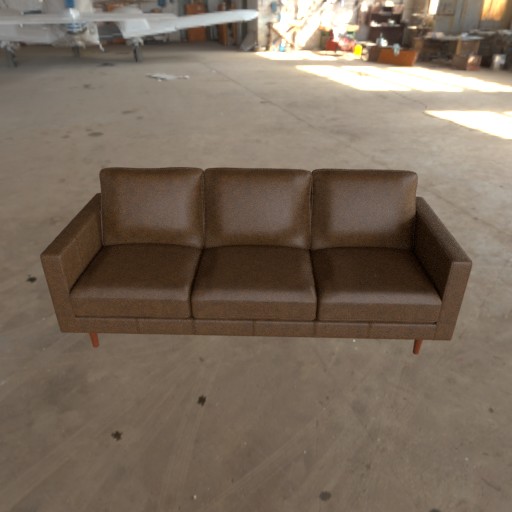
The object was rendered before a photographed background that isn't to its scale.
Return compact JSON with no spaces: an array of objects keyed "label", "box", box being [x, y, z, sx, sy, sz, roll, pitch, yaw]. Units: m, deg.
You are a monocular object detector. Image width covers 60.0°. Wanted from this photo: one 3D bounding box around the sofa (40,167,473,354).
[{"label":"sofa","box":[0.000,0.000,2.739,2.231,0.930,0.903,1,30,2]}]
